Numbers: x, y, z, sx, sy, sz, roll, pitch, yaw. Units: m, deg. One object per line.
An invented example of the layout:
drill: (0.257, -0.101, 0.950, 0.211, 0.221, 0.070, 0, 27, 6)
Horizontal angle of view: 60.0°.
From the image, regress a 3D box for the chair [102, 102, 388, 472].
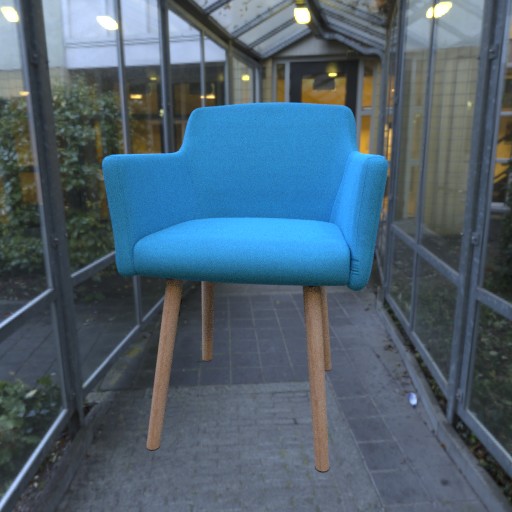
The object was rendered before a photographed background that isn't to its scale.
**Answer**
chair: (0.000, 0.000, 1.117, 0.570, 0.780, 0.540, 2, 13, 10)
